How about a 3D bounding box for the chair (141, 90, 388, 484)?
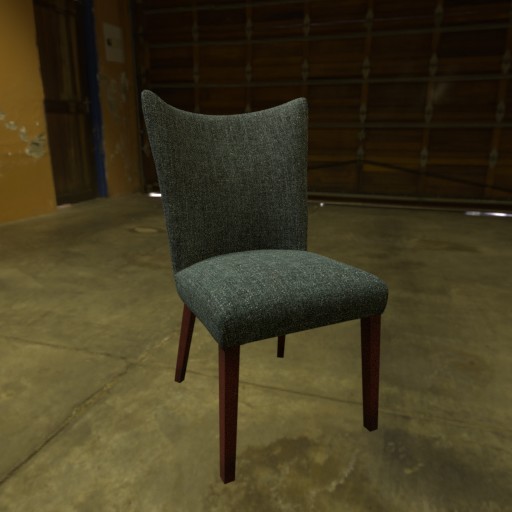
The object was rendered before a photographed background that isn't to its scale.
[{"bbox_3d":[0.000,0.000,1.301,0.535,0.924,0.623,-7,17,-25],"label":"chair"}]
